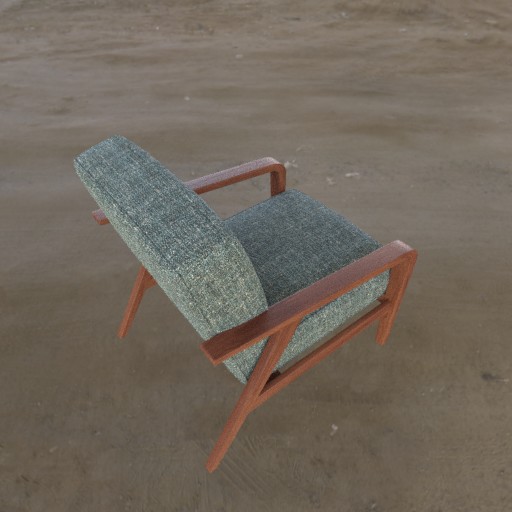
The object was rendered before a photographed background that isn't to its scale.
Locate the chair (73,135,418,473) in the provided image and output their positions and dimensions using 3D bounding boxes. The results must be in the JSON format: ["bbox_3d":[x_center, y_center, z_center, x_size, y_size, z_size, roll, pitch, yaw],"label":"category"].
[{"bbox_3d":[0.000,0.000,1.502,0.889,0.864,0.719,-27,49,-27],"label":"chair"}]
